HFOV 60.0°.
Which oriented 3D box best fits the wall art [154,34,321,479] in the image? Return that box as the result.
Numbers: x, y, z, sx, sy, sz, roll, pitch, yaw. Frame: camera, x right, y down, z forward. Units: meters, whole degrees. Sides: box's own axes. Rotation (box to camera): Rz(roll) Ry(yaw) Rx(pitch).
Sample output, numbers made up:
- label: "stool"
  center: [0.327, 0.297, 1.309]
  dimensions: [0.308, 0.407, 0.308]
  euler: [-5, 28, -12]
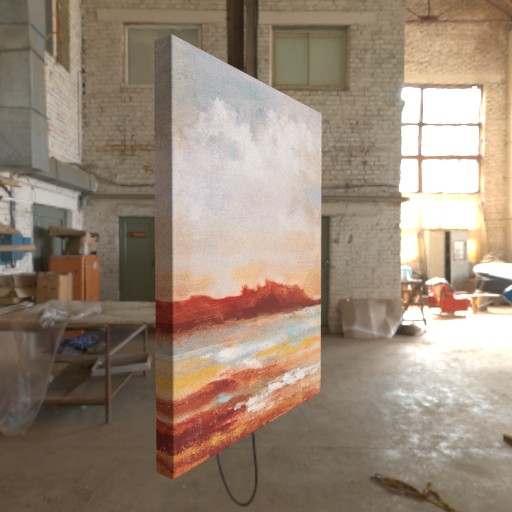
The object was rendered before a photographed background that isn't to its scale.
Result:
- label: "wall art"
  center: [0.000, 0.000, 0.789]
  dimensions: [0.035, 0.605, 0.443]
  euler: [1, 2, 35]
